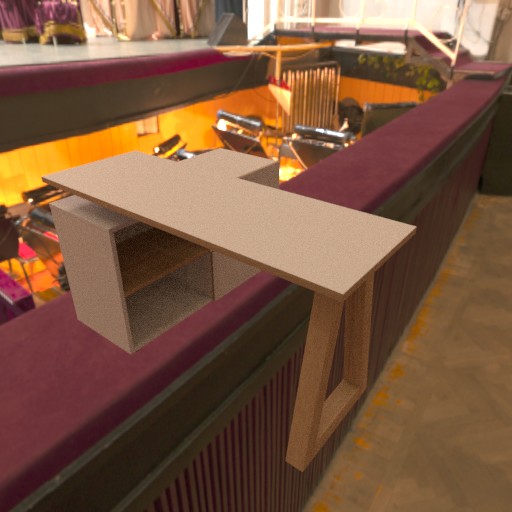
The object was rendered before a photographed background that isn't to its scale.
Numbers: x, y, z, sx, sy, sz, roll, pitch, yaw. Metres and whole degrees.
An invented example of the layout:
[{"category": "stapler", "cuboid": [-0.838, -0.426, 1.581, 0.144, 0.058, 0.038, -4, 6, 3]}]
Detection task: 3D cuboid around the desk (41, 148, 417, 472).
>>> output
[{"category": "desk", "cuboid": [0.000, 0.000, 2.020, 1.404, 0.755, 1.098, 21, 35, 33]}]
